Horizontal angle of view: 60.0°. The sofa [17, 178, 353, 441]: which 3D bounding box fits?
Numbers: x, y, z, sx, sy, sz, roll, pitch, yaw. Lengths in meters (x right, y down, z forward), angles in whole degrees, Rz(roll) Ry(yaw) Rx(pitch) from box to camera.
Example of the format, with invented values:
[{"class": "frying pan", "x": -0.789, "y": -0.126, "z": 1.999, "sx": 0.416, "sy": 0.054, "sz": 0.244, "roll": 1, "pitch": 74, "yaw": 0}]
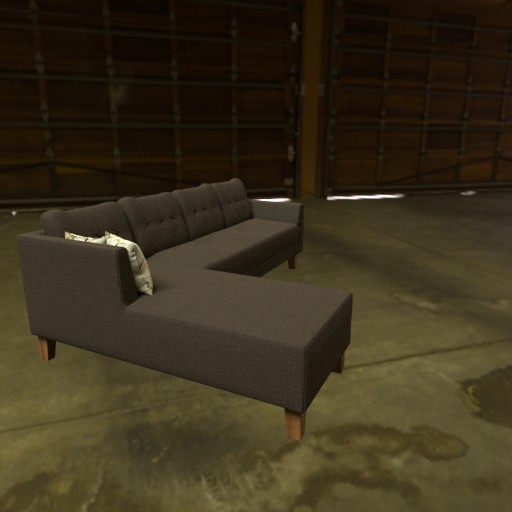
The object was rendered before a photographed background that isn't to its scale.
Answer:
[{"class": "sofa", "x": 0.000, "y": 0.000, "z": 3.416, "sx": 1.829, "sy": 0.932, "sz": 2.679, "roll": 8, "pitch": 17, "yaw": 26}]
